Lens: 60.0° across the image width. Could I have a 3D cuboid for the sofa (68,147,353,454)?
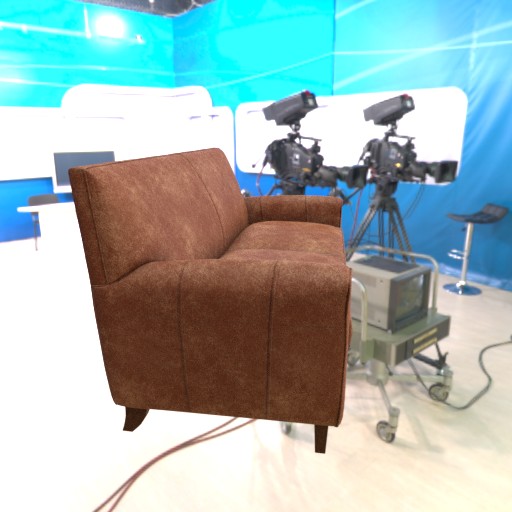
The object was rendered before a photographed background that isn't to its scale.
[{"bbox_3d":[0.000,0.000,1.934,0.787,0.871,1.473,3,16,9],"label":"sofa"}]
